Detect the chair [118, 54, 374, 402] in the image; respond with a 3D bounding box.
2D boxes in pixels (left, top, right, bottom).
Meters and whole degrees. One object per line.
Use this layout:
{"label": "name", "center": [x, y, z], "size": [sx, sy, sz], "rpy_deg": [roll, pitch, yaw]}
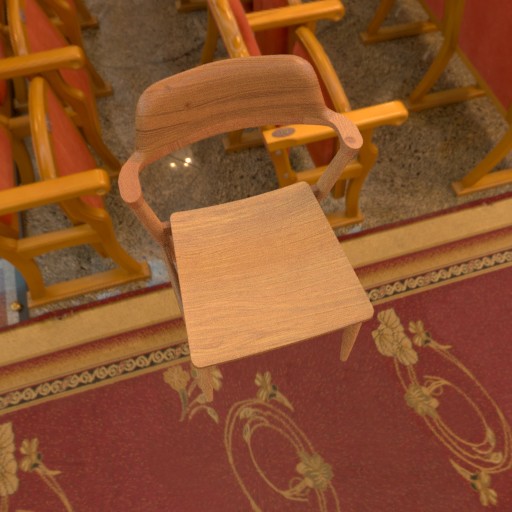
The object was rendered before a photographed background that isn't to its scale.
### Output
{"label": "chair", "center": [0.000, 0.000, 1.119], "size": [0.512, 0.792, 0.499], "rpy_deg": [-15, 65, -7]}
